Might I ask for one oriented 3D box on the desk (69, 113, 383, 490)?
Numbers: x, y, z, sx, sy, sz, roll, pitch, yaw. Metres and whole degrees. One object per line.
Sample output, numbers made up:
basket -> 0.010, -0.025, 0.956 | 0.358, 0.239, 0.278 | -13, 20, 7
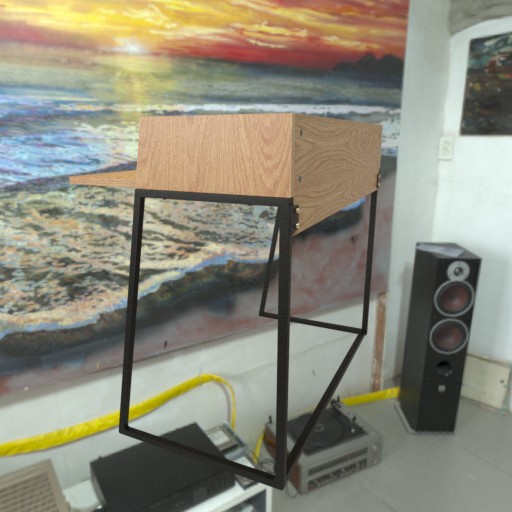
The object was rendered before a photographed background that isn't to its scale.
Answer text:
desk -> 0.000, 0.000, 1.838 | 0.769, 1.061, 1.191 | 7, 17, 24
